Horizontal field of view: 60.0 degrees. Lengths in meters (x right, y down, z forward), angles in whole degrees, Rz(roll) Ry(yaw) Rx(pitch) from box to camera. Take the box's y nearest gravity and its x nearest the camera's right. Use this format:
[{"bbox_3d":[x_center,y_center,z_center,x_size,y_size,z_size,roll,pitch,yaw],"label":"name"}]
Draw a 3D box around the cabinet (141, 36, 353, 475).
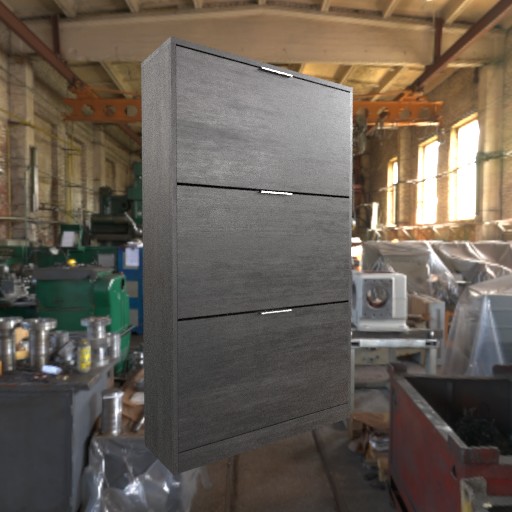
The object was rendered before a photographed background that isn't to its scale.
[{"bbox_3d":[0.000,0.000,1.596,0.750,1.280,0.250,-1,2,-35],"label":"cabinet"}]
